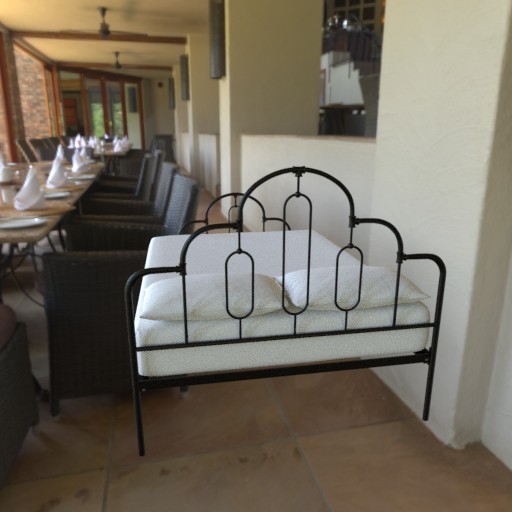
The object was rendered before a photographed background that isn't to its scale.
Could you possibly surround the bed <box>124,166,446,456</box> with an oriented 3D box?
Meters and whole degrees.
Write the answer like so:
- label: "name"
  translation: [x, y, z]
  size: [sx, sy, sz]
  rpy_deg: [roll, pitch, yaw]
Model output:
- label: "bed"
  translation: [0.000, 0.000, 3.232]
  size: [1.626, 1.444, 2.181]
  rpy_deg: [-3, 16, -10]
